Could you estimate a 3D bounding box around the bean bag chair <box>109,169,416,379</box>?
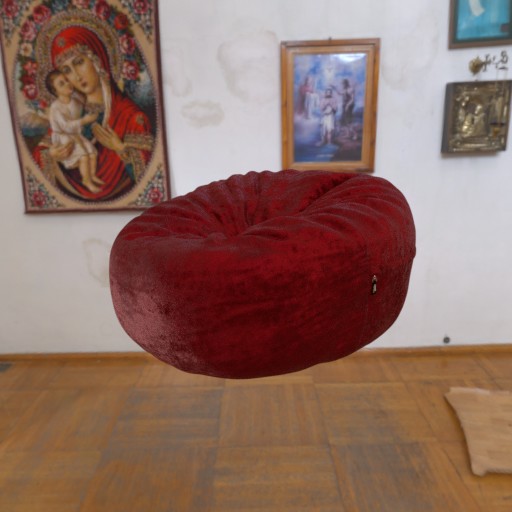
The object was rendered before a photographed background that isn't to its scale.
[{"bbox_3d":[0.000,0.000,2.437,1.524,0.878,1.524,15,21,42],"label":"bean bag chair"}]
